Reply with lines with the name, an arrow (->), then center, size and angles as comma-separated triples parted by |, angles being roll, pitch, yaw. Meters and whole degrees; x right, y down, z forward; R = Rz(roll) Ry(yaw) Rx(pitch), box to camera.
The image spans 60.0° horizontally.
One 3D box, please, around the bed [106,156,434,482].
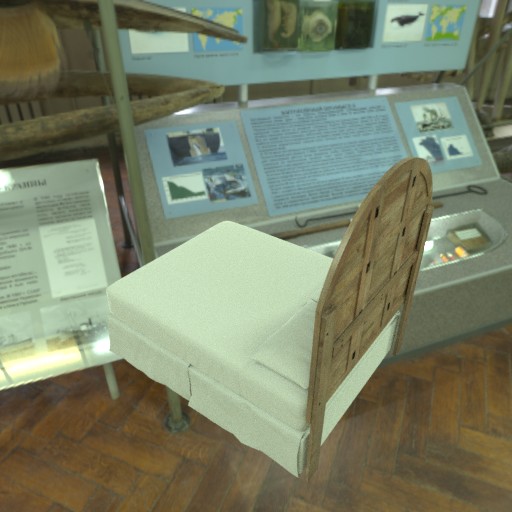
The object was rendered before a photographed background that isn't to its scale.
bed -> 0.000, 0.000, 3.530 | 2.112, 2.002, 1.713 | 22, 39, 31
